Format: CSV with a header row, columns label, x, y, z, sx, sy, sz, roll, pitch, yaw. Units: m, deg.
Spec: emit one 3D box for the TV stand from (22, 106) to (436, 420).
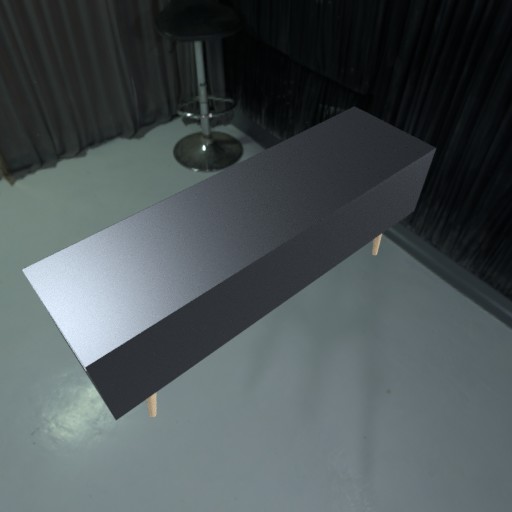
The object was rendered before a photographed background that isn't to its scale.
label,x,y,z,sx,sy,sz,roll,pitch,yaw
TV stand,0.000,0.000,1.549,1.312,0.518,0.390,-32,55,-26
